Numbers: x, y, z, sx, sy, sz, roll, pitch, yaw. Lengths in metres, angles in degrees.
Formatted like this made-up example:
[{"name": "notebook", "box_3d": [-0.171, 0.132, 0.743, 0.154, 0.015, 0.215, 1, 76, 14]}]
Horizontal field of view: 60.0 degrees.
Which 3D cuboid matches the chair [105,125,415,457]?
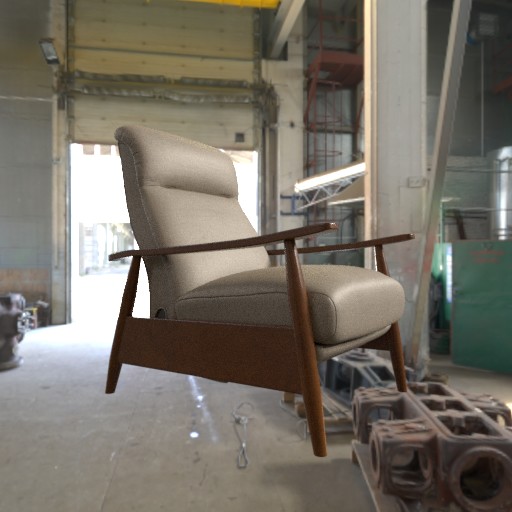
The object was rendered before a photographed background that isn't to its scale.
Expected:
[{"name": "chair", "box_3d": [0.000, 0.000, 1.770, 1.032, 1.082, 0.762, 0, 0, 36]}]
